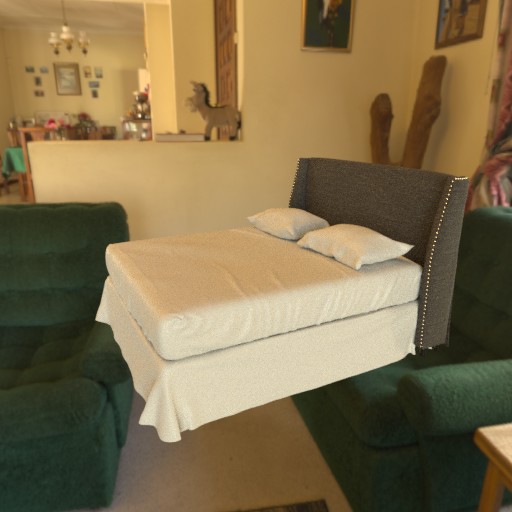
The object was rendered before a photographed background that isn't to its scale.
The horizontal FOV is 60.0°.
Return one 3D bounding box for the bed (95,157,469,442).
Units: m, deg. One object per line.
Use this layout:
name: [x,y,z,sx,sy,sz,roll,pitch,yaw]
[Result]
bed: [0.000,0.000,3.454,2.276,1.332,1.925,-9,19,-26]
